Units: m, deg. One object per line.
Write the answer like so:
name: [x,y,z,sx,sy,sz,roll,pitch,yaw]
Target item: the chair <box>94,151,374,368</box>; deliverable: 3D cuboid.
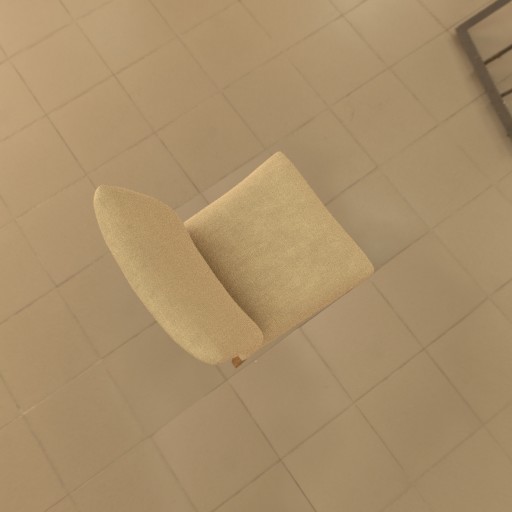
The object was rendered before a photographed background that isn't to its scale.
chair: [0.000,0.000,1.331,0.585,0.940,0.496,-35,79,-8]
